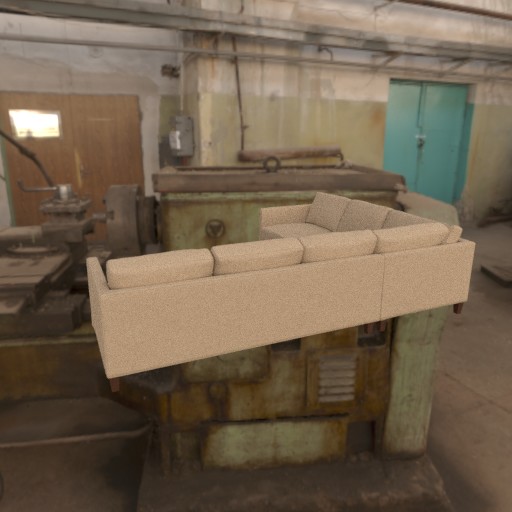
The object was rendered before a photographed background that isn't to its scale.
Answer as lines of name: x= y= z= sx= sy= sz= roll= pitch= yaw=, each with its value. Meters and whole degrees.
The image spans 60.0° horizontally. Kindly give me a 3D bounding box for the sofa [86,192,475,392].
sofa: x=0.000 y=0.000 z=4.389 sx=3.182 sy=0.863 sz=2.432 roll=-7 pitch=17 yaw=-23
